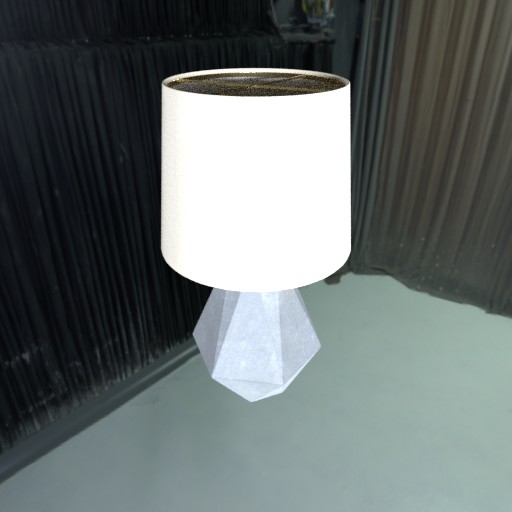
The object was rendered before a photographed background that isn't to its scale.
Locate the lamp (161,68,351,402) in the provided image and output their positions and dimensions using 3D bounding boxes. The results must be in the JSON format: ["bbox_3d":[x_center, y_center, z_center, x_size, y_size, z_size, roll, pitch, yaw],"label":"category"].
[{"bbox_3d":[0.000,0.000,0.672,0.276,0.501,0.276,0,30,0],"label":"lamp"}]
